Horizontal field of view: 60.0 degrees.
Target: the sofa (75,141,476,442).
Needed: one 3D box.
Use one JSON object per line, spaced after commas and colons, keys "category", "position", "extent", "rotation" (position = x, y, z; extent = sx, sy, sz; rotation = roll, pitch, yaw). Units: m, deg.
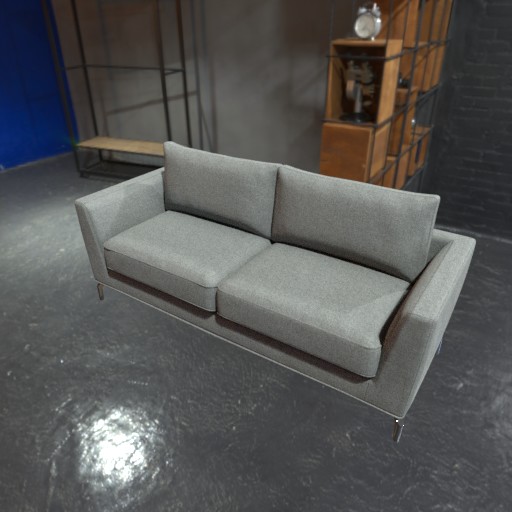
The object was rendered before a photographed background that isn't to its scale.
{"category": "sofa", "position": [0.000, 0.000, 2.653], "extent": [2.212, 1.002, 0.869], "rotation": [18, 34, 29]}
